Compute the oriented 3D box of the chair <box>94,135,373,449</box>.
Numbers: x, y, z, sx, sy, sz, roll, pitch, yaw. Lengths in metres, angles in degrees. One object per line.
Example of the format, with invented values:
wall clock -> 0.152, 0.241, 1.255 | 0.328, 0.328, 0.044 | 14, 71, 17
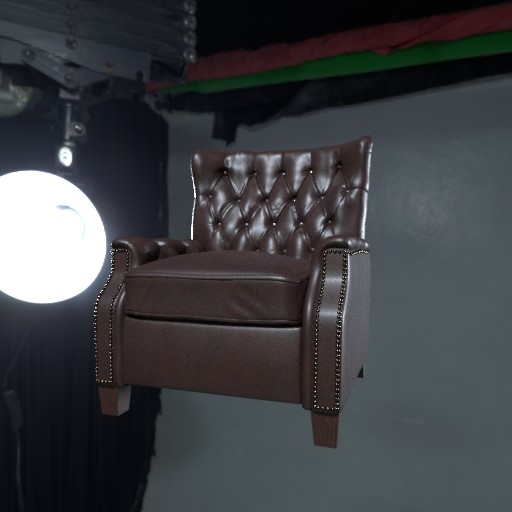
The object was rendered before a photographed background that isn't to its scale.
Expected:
chair -> 0.000, 0.000, 1.467 | 0.709, 0.864, 0.823 | 0, 1, 19
